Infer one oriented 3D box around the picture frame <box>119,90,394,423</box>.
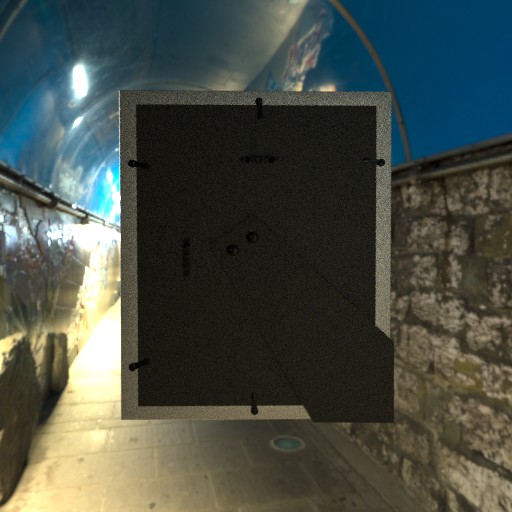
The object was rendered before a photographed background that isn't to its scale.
[{"bbox_3d":[0.000,0.000,0.388,0.233,0.282,0.036,0,1,-1],"label":"picture frame"}]
